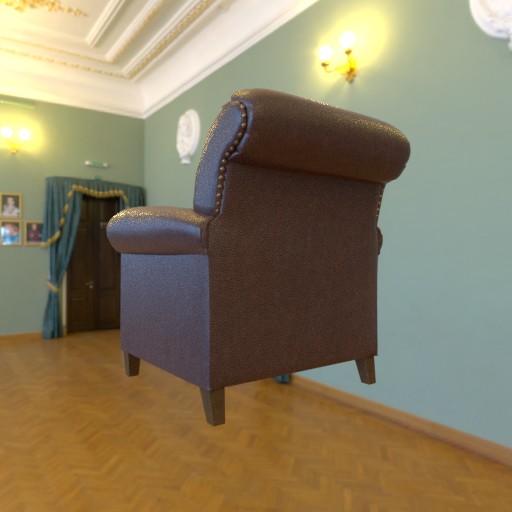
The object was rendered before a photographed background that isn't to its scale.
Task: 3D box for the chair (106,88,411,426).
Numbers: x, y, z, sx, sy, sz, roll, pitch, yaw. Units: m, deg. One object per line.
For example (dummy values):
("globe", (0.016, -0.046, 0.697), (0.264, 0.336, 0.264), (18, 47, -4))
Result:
("chair", (0.000, 0.000, 1.631), (0.854, 0.927, 0.890), (0, 0, -37))
